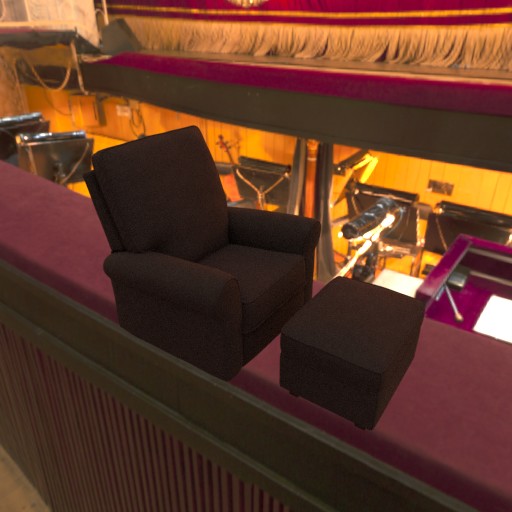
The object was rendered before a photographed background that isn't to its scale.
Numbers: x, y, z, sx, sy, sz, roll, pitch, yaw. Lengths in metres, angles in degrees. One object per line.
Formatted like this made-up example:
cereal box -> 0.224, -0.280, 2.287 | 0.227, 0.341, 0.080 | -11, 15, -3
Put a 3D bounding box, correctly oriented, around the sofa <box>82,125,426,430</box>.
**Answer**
sofa -> 0.000, 0.000, 2.058 | 1.478, 0.959, 0.880 | 18, 33, 30
